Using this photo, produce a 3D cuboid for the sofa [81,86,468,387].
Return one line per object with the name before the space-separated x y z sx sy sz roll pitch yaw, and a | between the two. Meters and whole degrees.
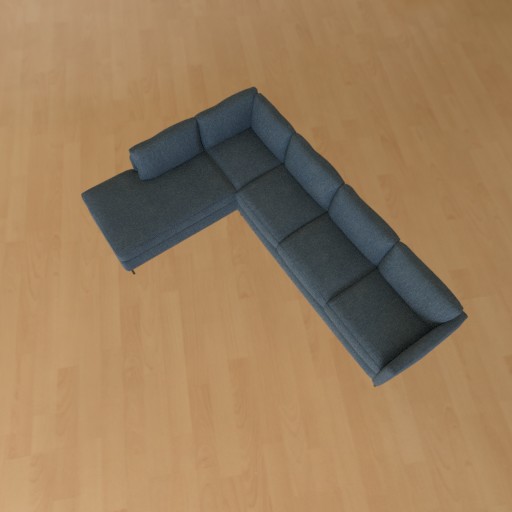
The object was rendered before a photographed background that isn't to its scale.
sofa | 0.000 0.000 3.862 2.007 0.815 2.949 -32 68 -15
